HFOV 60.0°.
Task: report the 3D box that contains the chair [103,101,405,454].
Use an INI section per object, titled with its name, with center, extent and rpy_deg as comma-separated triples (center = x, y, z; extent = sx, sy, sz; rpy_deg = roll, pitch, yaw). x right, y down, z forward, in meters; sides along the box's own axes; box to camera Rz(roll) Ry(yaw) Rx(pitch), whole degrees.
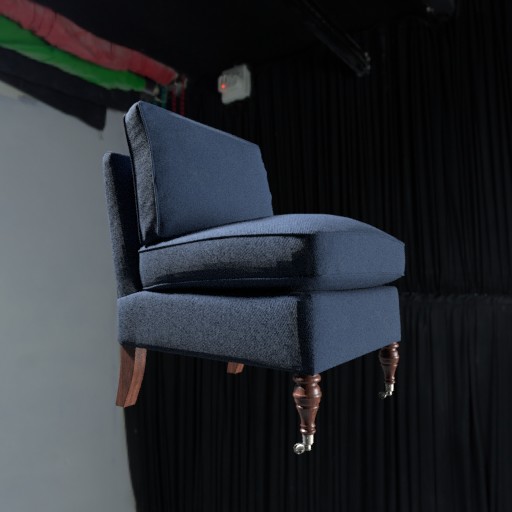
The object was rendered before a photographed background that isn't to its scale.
[chair]
center = 0.000, 0.000, 1.623
extent = 0.912, 1.052, 0.724
rpy_deg = -1, -2, 36
